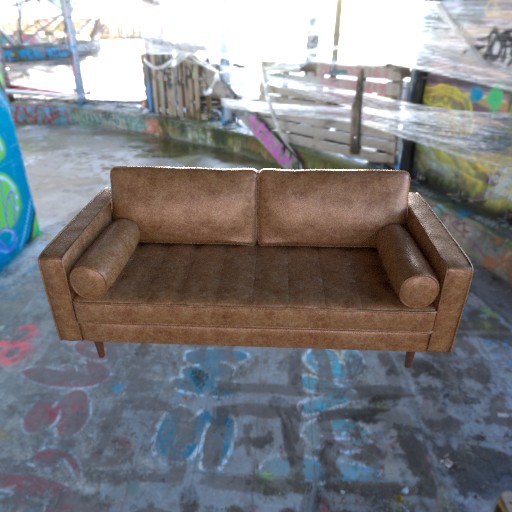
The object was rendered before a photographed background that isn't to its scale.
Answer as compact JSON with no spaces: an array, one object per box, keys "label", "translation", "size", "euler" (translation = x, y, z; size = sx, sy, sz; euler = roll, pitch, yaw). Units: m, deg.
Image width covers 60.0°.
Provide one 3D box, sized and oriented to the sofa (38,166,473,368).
[{"label":"sofa","translation":[0.000,0.000,2.392],"size":[1.920,0.825,0.924],"euler":[1,29,2]}]
